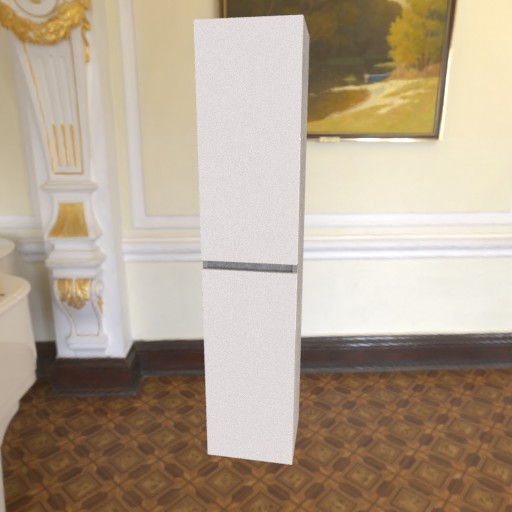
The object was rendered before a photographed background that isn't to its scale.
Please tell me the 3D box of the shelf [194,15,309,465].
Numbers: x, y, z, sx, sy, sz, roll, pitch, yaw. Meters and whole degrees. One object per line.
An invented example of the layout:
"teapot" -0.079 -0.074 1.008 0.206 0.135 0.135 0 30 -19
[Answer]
"shelf" 0.000 0.000 1.498 0.300 1.400 0.270 3 15 10
